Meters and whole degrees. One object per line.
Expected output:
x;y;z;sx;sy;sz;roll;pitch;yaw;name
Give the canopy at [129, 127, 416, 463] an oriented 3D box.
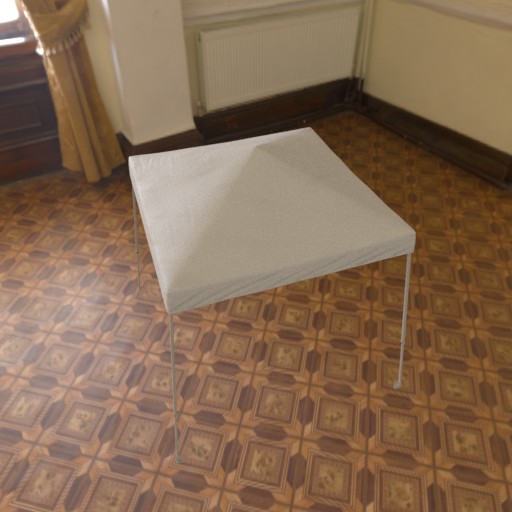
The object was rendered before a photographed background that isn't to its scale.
0.000;0.000;6.652;3.600;3.600;3.599;-13;43;-15;canopy
